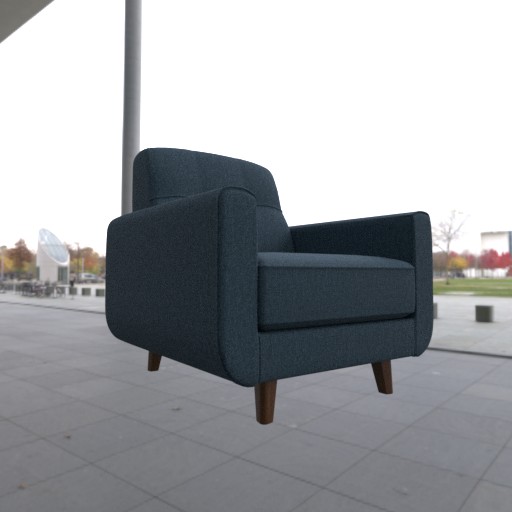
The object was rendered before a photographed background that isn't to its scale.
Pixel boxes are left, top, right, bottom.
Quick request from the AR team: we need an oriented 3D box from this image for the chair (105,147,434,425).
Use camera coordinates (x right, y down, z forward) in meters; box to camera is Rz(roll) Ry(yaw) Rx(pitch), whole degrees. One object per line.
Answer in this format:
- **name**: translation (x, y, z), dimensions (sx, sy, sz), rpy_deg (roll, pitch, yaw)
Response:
- **chair**: translation (0.000, 0.000, 1.694), dimensions (0.880, 0.940, 0.964), rpy_deg (2, -3, -35)
